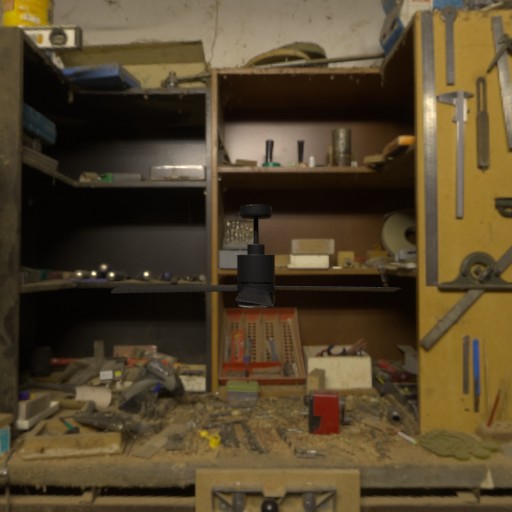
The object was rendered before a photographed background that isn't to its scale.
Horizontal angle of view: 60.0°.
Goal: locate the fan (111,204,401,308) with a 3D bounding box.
[{"bbox_3d":[0.000,0.000,2.379,1.525,0.534,1.525,0,0,1],"label":"fan"}]
